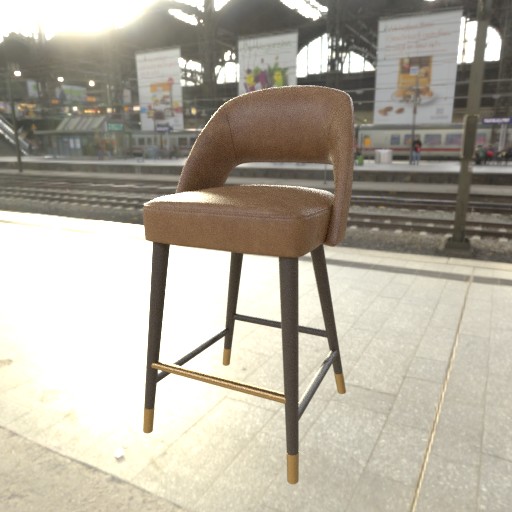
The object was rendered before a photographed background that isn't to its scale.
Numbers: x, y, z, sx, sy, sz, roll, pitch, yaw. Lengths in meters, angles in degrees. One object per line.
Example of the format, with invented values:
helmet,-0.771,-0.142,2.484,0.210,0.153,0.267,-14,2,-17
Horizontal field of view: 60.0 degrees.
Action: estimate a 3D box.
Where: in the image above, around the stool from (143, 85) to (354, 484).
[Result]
stool,0.000,0.000,1.230,0.494,0.940,0.509,7,16,25
